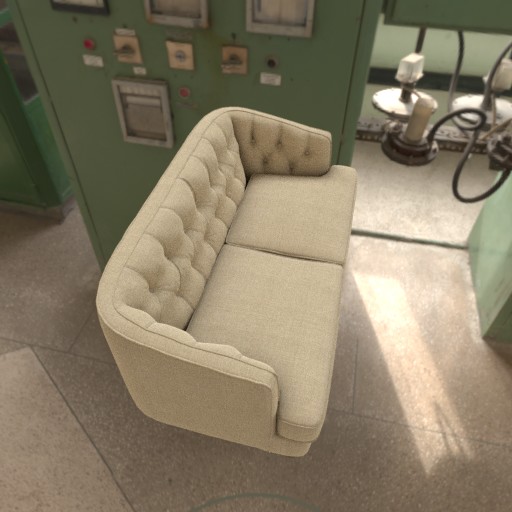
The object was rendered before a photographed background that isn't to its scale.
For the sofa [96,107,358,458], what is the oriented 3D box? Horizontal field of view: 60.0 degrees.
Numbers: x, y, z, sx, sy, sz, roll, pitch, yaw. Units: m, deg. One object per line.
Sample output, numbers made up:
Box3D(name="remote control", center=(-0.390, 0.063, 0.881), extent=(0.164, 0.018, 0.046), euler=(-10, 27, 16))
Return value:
Box3D(name="sofa", center=(0.000, 0.000, 2.318), extent=(0.941, 0.855, 1.733), euler=(10, 47, 9))
